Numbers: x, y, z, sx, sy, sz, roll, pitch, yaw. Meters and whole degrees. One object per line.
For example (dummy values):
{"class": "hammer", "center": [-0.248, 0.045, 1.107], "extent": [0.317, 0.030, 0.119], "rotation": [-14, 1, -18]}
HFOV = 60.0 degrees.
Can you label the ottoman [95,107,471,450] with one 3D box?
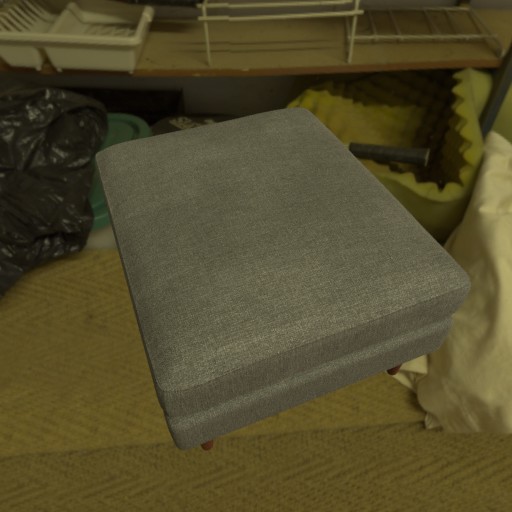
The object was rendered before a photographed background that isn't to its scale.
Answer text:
{"class": "ottoman", "center": [0.000, 0.000, 1.230], "extent": [0.693, 0.474, 0.821], "rotation": [-16, 49, -15]}
